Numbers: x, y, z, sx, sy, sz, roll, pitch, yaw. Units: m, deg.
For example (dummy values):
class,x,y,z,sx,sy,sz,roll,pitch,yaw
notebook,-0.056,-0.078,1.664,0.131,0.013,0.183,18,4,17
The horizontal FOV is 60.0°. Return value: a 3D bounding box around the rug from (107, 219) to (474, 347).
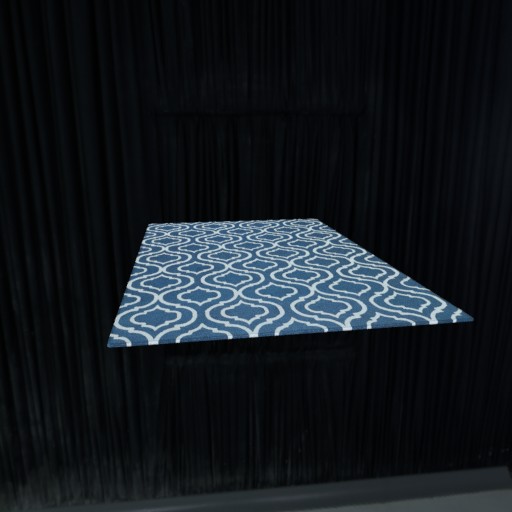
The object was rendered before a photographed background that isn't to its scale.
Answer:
class,x,y,z,sx,sy,sz,roll,pitch,yaw
rug,0.000,0.000,2.174,1.143,0.010,1.753,-3,16,-9
